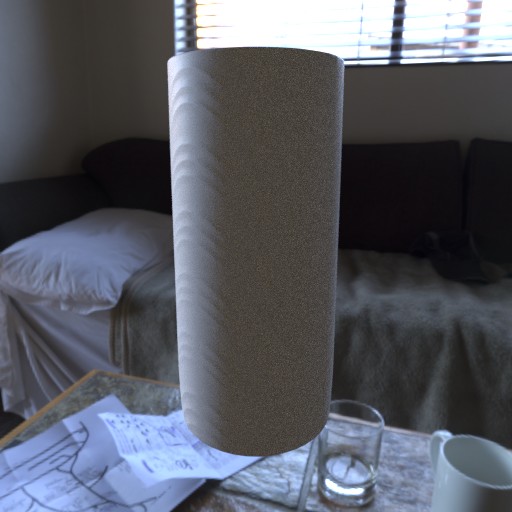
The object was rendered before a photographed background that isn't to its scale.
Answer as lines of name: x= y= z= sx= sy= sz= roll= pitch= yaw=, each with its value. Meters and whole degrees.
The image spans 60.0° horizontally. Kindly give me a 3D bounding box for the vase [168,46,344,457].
vase: x=0.000 y=0.000 z=0.391 sx=0.143 sy=0.316 sz=0.143 roll=0 pitch=15 yaw=0
